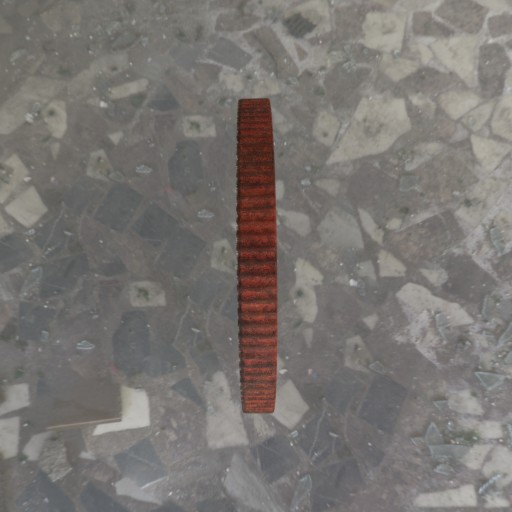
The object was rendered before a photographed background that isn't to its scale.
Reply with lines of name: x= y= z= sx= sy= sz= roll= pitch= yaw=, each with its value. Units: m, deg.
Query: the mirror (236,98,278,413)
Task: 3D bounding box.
mirror: x=0.000 y=0.000 z=0.909 sx=0.056 sy=0.609 sz=0.609 roll=-1 pitch=77 yaw=0
